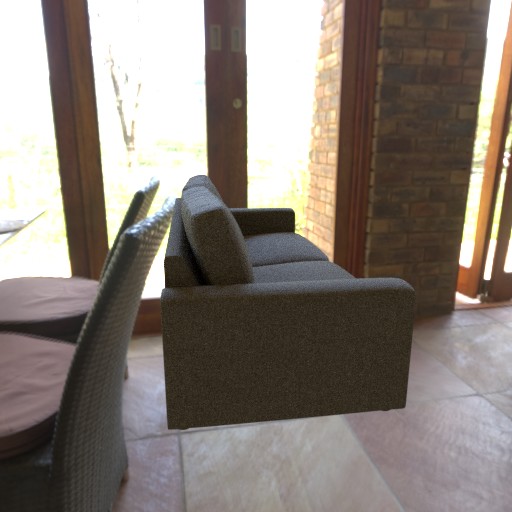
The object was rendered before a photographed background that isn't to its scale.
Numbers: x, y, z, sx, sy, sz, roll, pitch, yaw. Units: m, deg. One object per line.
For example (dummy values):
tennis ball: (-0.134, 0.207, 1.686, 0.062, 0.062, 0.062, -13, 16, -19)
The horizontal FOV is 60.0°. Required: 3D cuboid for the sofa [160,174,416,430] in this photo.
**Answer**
sofa: (0.000, 0.000, 2.710, 1.016, 0.873, 2.179, -2, 15, -8)
